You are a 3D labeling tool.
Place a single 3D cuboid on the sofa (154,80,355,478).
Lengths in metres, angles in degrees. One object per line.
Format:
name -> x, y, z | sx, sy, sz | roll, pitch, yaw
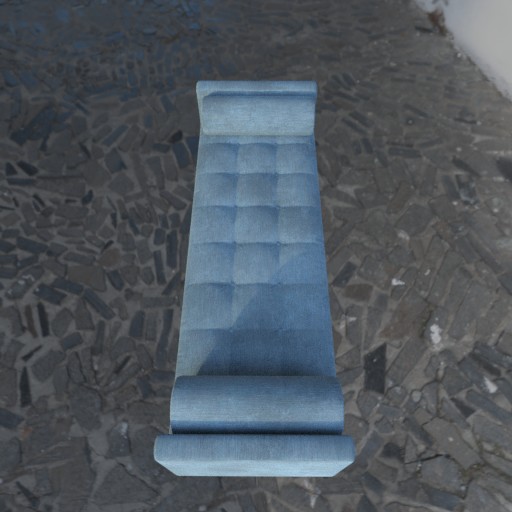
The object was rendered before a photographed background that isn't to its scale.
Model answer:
sofa -> 0.000, 0.000, 2.253 | 0.686, 0.635, 1.981 | 0, 58, 0
